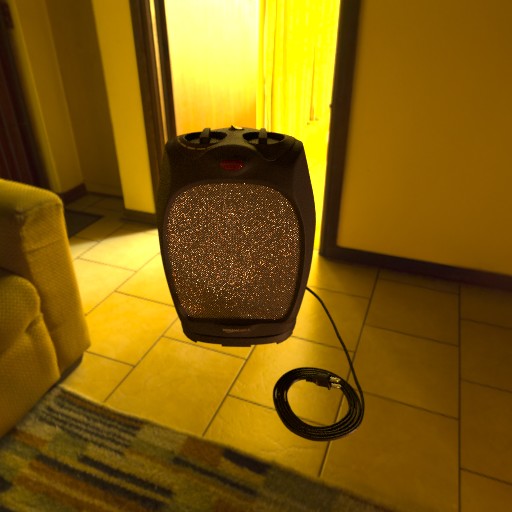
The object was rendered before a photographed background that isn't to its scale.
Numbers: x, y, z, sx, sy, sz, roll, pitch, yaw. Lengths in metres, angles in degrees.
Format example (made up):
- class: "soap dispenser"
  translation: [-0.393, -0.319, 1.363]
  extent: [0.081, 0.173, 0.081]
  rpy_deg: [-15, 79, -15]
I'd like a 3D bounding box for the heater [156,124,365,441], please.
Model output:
- class: "heater"
  translation: [0.000, 0.000, 0.498]
  extent: [0.239, 0.255, 0.291]
  rpy_deg: [1, 31, 1]
